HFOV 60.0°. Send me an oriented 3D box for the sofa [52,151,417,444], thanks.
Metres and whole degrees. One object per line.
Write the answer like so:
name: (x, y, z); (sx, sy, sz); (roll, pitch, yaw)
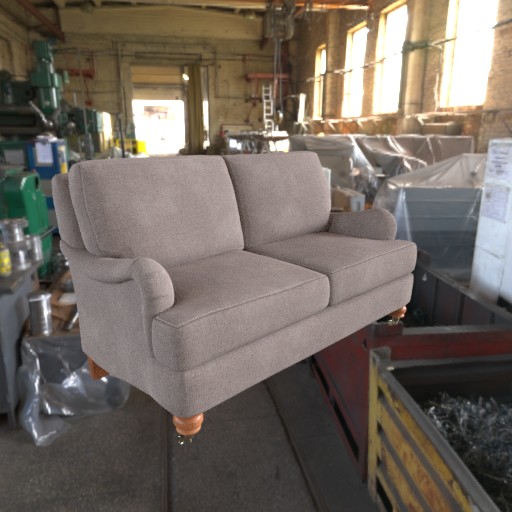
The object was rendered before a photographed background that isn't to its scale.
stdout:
sofa: (0.000, 0.000, 2.494); (1.853, 1.101, 1.084); (-14, 21, -42)
